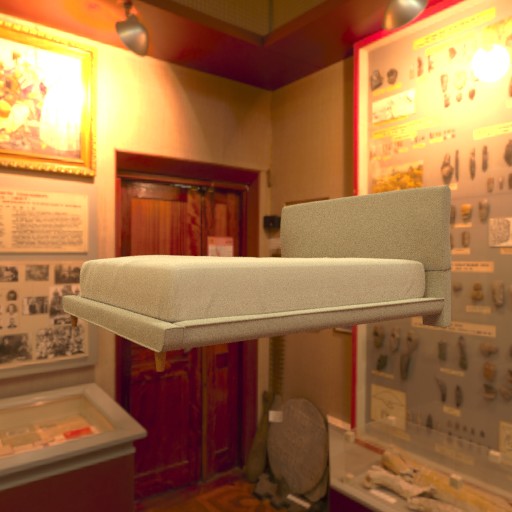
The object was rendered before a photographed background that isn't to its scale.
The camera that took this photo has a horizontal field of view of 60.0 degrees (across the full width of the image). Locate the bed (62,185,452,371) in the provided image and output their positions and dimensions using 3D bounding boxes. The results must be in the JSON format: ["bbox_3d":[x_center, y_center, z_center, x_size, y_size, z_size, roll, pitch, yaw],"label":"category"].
[{"bbox_3d":[0.000,0.000,3.568,2.498,1.126,1.980,0,0,-36],"label":"bed"}]
